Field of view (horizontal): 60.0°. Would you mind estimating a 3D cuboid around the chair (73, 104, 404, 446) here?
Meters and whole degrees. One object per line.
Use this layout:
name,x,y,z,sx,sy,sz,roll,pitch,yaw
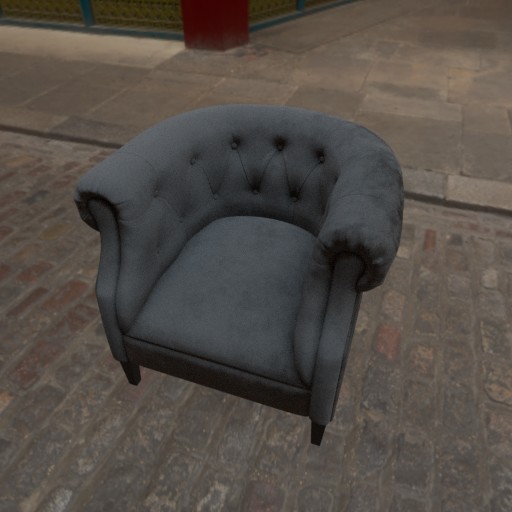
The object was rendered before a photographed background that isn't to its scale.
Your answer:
chair,0.000,0.000,1.572,0.904,0.826,0.851,13,41,15
